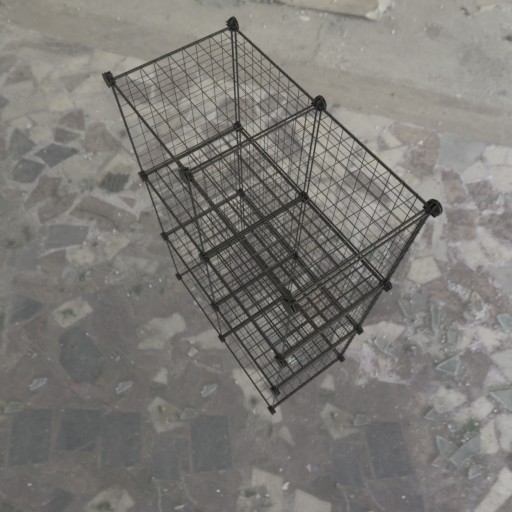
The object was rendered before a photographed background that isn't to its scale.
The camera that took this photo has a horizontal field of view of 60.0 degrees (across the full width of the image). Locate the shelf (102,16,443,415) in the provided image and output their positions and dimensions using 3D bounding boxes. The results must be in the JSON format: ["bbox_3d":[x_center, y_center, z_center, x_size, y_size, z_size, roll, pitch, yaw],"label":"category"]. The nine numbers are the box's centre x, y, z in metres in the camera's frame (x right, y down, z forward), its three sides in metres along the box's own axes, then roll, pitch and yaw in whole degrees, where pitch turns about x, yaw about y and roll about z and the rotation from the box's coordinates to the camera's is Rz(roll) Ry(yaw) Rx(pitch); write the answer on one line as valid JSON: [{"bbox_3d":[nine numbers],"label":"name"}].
[{"bbox_3d":[0.000,0.000,1.378,0.356,1.067,0.711,-32,66,-16],"label":"shelf"}]
